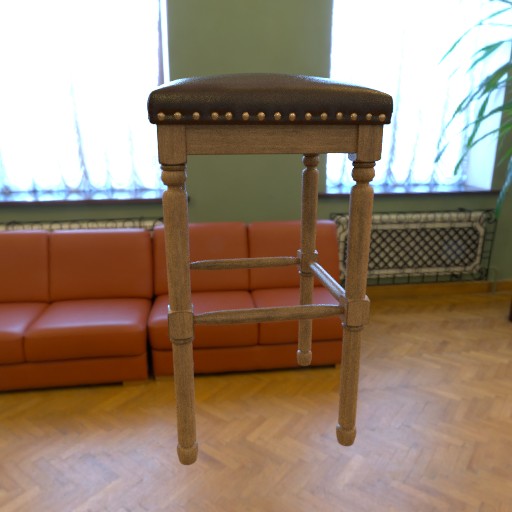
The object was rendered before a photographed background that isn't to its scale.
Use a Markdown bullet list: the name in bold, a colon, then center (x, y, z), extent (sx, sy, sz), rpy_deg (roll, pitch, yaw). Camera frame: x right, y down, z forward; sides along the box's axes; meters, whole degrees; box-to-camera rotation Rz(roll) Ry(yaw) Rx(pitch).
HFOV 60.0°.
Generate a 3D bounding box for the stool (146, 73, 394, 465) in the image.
- **stool**: center (0.000, 0.000, 0.922), extent (0.382, 0.702, 0.383), rpy_deg (-3, 16, -9)
